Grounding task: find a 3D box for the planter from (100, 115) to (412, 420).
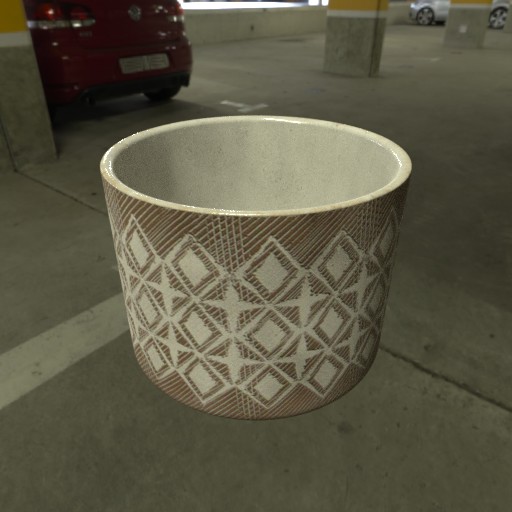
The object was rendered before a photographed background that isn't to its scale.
[{"bbox_3d":[0.000,0.000,0.214,0.126,0.104,0.126,0,31,0],"label":"planter"}]
